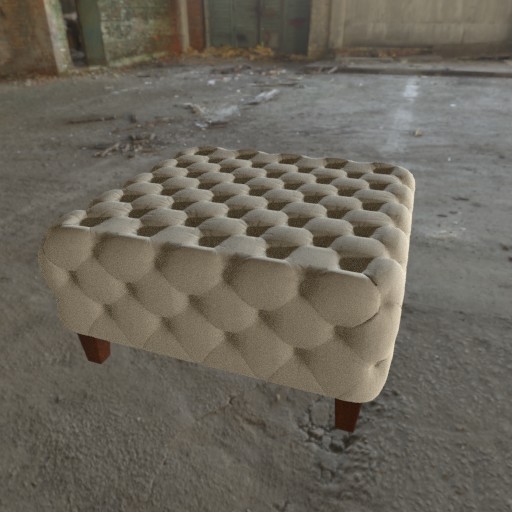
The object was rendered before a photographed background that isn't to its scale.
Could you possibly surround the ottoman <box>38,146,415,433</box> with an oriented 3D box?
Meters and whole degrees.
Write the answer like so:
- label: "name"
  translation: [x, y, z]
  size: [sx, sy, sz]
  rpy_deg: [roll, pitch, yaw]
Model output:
- label: "ottoman"
  translation: [0.000, 0.000, 1.187]
  size: [0.753, 0.376, 0.755]
  rpy_deg: [10, 30, 17]
